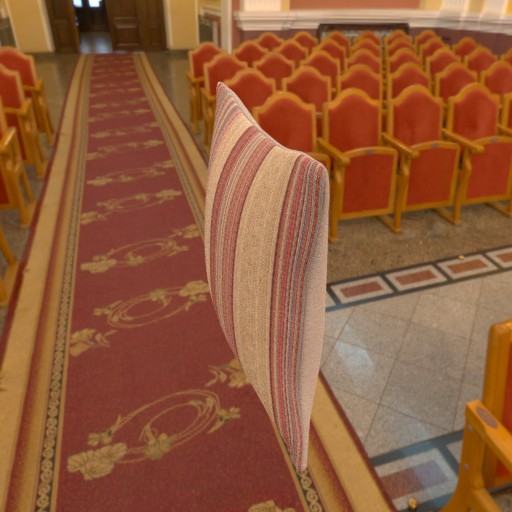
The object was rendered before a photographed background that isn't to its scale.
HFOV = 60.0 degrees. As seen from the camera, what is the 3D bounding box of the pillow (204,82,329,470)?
[{"bbox_3d":[0.000,0.000,0.652,0.136,0.419,0.437,-8,32,-14],"label":"pillow"}]
